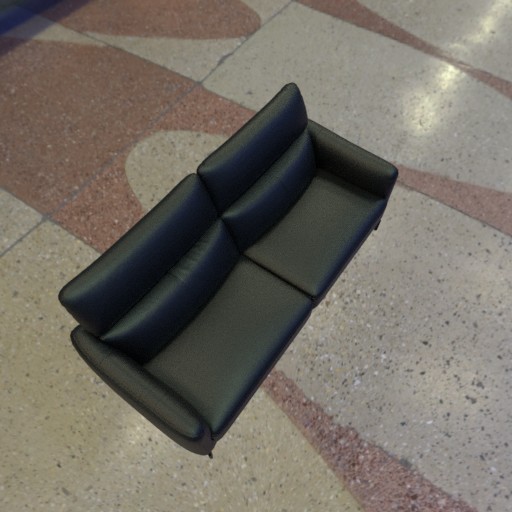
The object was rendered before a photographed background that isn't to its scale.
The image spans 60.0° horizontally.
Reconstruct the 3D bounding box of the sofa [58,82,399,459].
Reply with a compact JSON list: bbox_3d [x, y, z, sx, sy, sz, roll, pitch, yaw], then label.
[{"bbox_3d":[0.000,0.000,2.574,0.856,0.957,2.069,31,62,19],"label":"sofa"}]
